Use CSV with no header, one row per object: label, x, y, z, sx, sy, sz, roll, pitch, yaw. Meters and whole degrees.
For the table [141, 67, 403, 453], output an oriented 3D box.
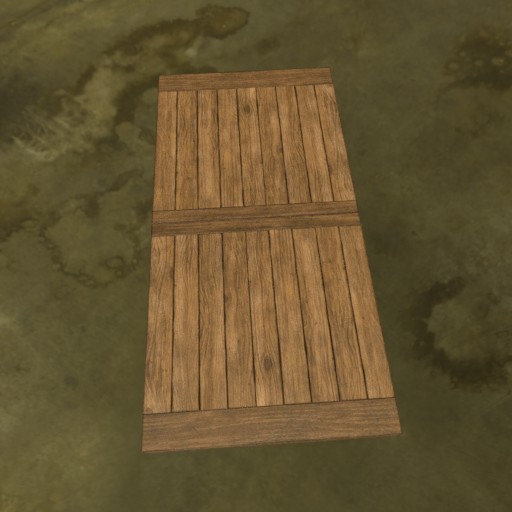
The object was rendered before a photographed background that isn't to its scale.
table,0.000,0.000,2.326,0.931,0.757,1.867,-3,63,-2
